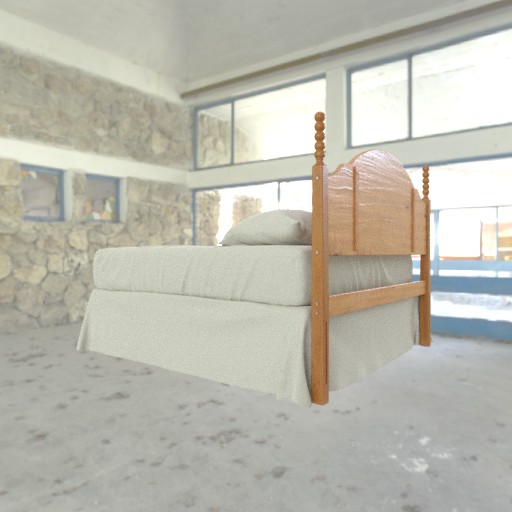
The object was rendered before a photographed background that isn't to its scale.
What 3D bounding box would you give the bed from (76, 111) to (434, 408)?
[{"bbox_3d":[0.000,0.000,3.285,2.040,1.356,1.873,0,1,38],"label":"bed"}]
